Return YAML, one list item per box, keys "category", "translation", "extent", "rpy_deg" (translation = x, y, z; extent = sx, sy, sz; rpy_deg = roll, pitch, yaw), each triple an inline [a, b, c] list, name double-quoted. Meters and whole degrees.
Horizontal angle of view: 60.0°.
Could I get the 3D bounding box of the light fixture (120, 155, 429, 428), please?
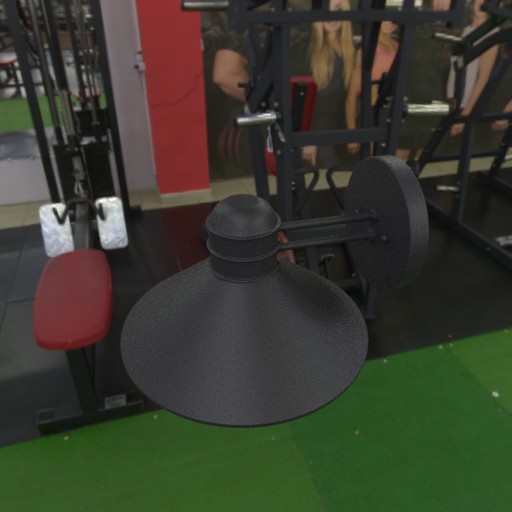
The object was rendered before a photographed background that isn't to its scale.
- category: "light fixture"
  translation: [0.000, 0.000, 0.667]
  extent: [0.434, 0.265, 0.396]
  rpy_deg: [-8, 32, -13]
